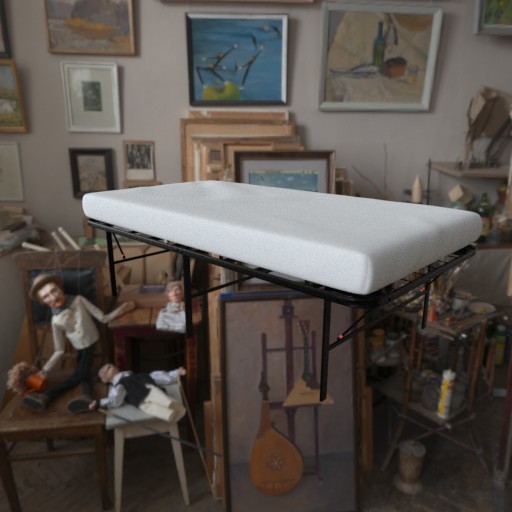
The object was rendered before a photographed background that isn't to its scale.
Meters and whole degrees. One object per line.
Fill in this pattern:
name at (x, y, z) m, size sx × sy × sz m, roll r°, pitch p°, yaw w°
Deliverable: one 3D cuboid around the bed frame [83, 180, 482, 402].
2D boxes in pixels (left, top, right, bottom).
bed frame at (0.000, 0.000, 2.335) m, size 1.903 × 0.619 × 0.989 m, roll 15°, pitch 22°, yaw 42°
